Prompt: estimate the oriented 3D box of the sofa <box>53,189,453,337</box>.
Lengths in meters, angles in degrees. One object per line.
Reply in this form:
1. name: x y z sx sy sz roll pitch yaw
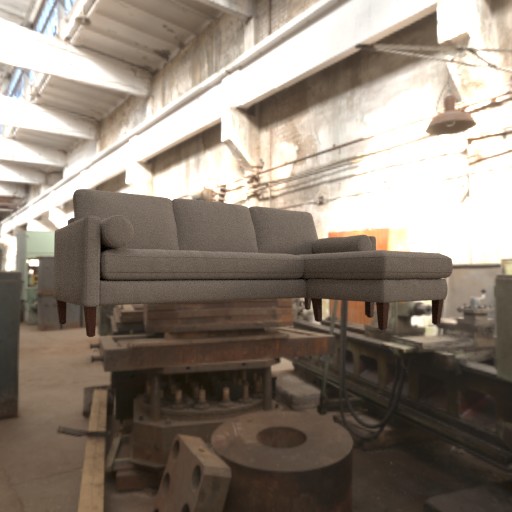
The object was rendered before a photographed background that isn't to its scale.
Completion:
1. sofa: 0.000 0.000 2.876 2.178 0.875 1.506 2 -3 -34
